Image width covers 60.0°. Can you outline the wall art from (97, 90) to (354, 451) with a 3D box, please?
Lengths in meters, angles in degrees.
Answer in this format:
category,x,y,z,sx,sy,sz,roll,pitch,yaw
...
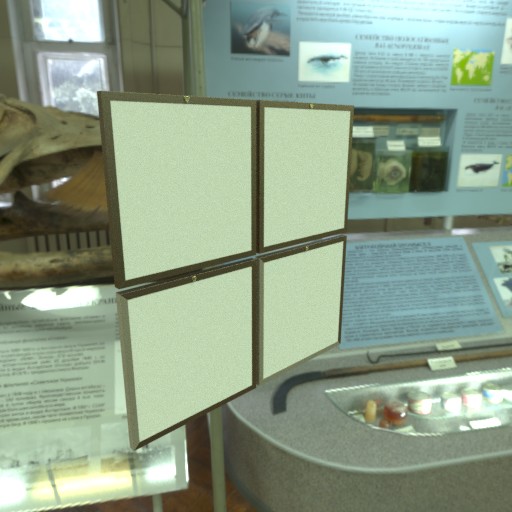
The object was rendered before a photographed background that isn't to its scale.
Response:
category,x,y,z,sx,sy,sz,roll,pitch,yaw
wall art,0.000,0.000,1.550,1.032,1.032,0.030,-14,21,-41
